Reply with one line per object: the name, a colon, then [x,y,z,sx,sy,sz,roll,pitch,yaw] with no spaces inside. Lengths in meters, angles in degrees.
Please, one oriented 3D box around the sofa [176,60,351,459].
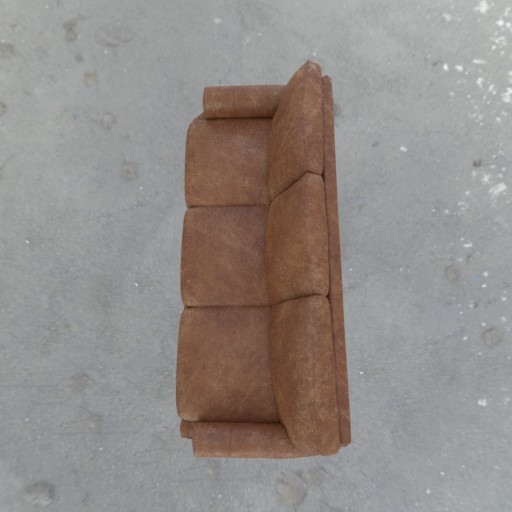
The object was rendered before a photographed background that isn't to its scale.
sofa: [0.000,0.000,2.818,0.973,0.977,2.351,0,75,0]
